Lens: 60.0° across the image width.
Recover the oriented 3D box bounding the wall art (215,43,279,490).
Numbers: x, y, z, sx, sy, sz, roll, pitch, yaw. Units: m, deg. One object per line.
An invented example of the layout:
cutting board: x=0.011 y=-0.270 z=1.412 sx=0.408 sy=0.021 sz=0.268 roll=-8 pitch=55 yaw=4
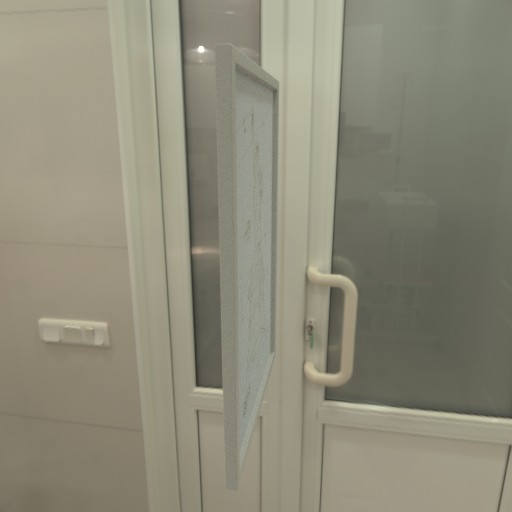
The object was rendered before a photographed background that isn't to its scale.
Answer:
wall art: x=0.000 y=0.000 z=1.501 sx=0.038 sy=1.183 sz=0.808 roll=3 pitch=16 yaw=10
